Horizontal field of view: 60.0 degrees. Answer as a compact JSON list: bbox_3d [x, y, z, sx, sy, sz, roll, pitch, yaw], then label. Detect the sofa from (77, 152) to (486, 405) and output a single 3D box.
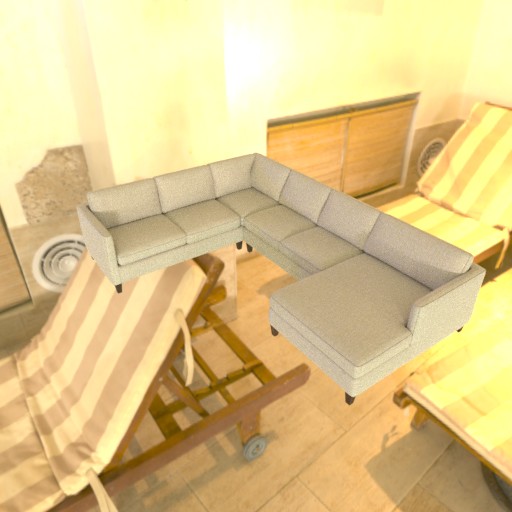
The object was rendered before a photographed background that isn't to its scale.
[{"bbox_3d":[0.000,0.000,4.490,2.551,0.889,3.403,-21,38,-29],"label":"sofa"}]
